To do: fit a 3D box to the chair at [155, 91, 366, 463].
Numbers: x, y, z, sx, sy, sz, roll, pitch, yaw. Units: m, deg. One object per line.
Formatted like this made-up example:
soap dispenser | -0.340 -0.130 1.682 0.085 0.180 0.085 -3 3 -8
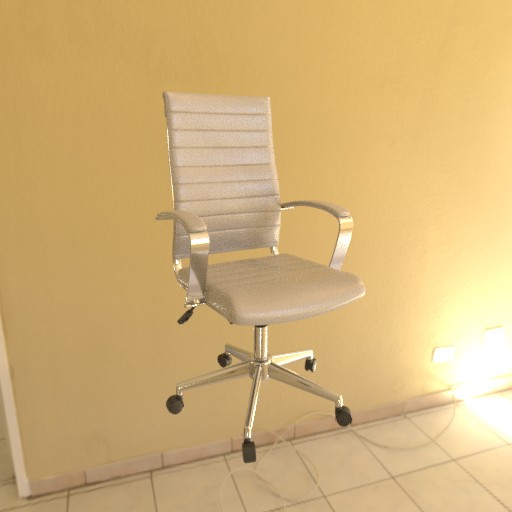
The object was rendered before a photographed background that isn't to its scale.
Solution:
chair | 0.000 0.000 1.596 0.679 1.149 0.667 -8 17 -28
